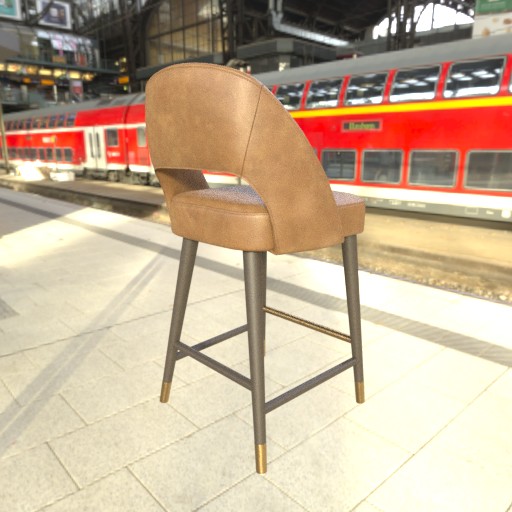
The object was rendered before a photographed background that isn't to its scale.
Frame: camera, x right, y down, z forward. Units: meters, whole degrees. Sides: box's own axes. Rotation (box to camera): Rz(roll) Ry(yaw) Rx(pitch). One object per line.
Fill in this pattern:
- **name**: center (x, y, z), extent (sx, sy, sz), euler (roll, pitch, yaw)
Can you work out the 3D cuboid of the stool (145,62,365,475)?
- **stool**: center (0.000, 0.000, 1.239), extent (0.509, 0.940, 0.494), euler (-14, 19, -43)
